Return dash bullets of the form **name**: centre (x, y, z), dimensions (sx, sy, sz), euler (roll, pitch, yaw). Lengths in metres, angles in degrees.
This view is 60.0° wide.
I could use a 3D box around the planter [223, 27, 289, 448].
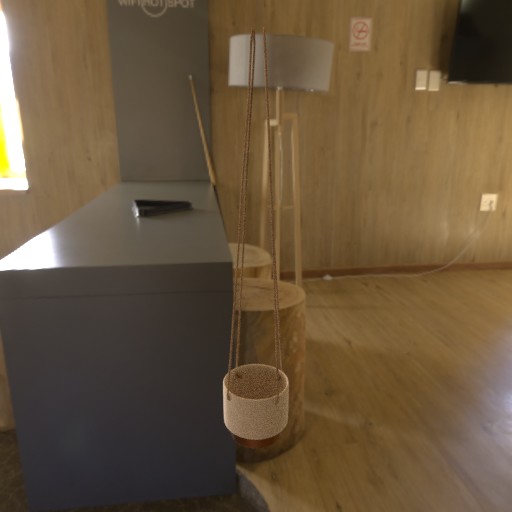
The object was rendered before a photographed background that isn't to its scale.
- **planter**: centre (0.000, 0.000, 0.900), dimensions (0.146, 0.841, 0.146), euler (2, 17, 7)
